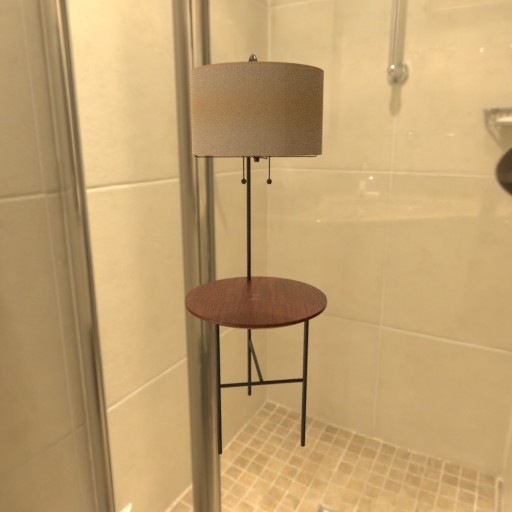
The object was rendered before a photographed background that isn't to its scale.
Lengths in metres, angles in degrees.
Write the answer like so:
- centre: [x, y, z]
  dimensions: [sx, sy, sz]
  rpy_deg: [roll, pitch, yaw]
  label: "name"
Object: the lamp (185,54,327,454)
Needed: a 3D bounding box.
- centre: [0.000, 0.000, 1.762]
  dimensions: [0.573, 1.517, 0.573]
  rpy_deg: [0, 14, 0]
  label: "lamp"
